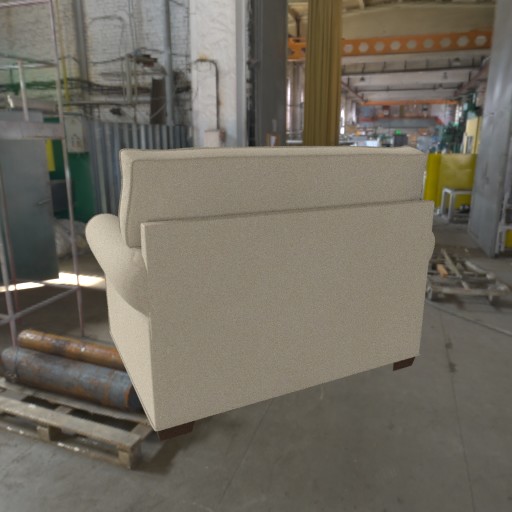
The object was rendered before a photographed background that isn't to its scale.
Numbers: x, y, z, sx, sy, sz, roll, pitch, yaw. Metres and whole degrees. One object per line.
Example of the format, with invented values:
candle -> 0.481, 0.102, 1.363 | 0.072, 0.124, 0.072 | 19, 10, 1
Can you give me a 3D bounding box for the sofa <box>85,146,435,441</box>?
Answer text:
sofa -> 0.000, 0.000, 2.079 | 1.405, 1.006, 0.937 | -7, 16, -26
